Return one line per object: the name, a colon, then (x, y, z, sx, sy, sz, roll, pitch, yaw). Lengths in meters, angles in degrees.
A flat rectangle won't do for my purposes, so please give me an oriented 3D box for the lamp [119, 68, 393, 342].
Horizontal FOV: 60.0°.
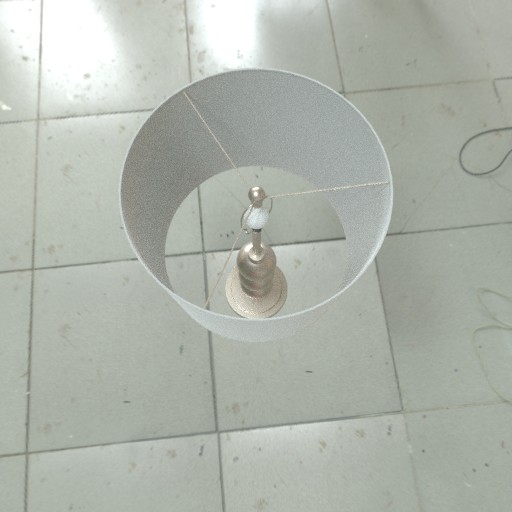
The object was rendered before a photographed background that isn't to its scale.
lamp: (0.000, 0.000, 0.703, 0.277, 0.538, 0.277, -34, 77, -9)
